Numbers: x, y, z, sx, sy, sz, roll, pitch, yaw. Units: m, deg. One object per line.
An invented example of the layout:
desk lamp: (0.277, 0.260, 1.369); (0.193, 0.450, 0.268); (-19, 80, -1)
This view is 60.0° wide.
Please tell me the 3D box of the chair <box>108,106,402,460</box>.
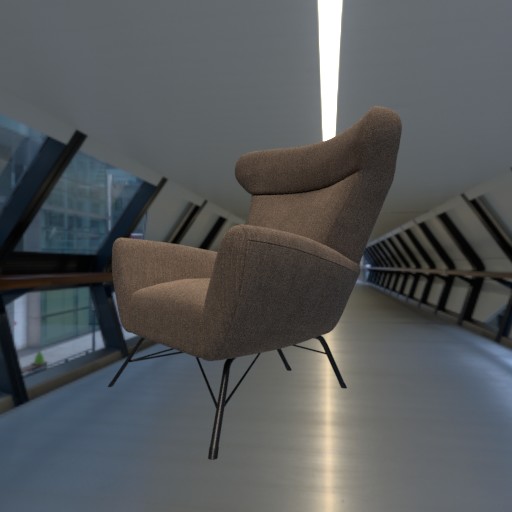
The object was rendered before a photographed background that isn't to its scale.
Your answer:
chair: (0.000, 0.000, 1.723); (0.900, 1.040, 0.980); (0, -1, -36)
